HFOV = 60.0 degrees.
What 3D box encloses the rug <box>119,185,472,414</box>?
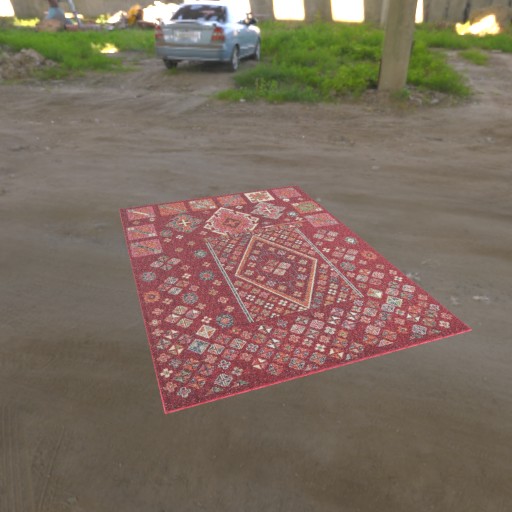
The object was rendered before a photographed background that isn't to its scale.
[{"bbox_3d":[0.000,0.000,4.449,2.389,0.011,3.306,-10,32,-17],"label":"rug"}]
